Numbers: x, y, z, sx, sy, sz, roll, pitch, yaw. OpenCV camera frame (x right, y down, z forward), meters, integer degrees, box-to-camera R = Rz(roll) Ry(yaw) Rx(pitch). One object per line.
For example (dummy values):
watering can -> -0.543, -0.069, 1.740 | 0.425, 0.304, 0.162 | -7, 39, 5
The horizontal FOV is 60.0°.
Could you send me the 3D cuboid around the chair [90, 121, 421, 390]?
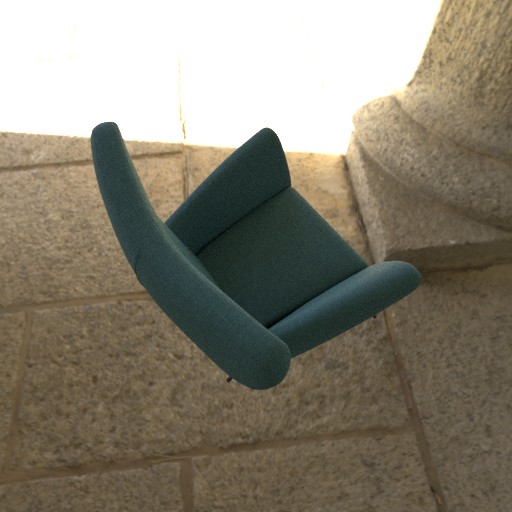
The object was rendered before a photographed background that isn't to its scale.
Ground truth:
chair -> 0.000, 0.000, 1.765 | 0.900, 0.980, 1.050 | -32, 65, -17
